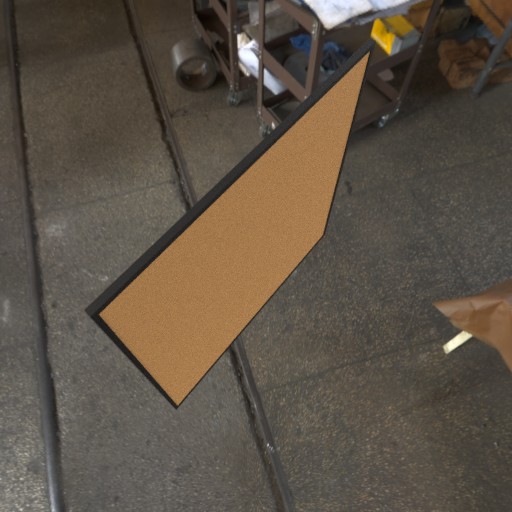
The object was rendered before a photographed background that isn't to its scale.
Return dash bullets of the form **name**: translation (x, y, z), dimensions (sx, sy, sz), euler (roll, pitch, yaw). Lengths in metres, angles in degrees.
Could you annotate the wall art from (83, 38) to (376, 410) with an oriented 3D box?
- **wall art**: translation (0.000, 0.000, 0.957), dimensions (0.015, 0.663, 0.664), euler (35, 67, 17)
